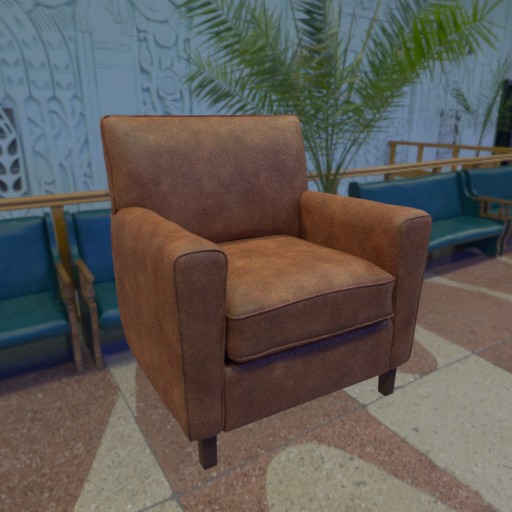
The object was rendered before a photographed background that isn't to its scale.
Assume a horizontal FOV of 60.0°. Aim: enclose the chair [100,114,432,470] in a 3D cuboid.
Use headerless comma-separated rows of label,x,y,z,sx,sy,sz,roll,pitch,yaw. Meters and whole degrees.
chair,0.000,0.000,1.555,0.870,0.943,0.823,-10,20,-28
